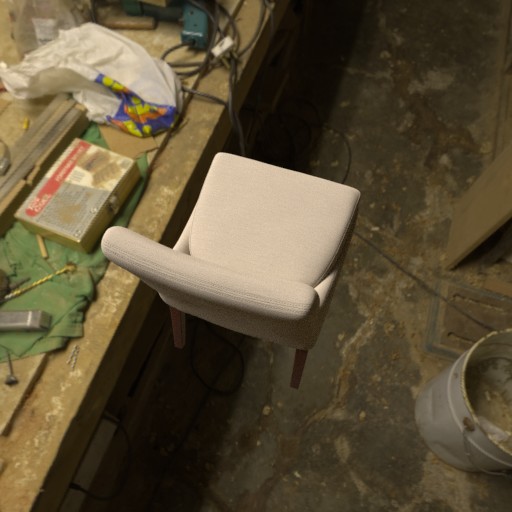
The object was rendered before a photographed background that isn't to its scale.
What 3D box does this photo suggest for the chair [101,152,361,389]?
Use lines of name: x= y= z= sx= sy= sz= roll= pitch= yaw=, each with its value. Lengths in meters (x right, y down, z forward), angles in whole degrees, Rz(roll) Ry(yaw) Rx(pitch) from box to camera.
chair: x=0.000 y=0.000 z=1.314 sx=0.515 sy=0.940 sz=0.638 roll=17 pitch=64 yaw=9
